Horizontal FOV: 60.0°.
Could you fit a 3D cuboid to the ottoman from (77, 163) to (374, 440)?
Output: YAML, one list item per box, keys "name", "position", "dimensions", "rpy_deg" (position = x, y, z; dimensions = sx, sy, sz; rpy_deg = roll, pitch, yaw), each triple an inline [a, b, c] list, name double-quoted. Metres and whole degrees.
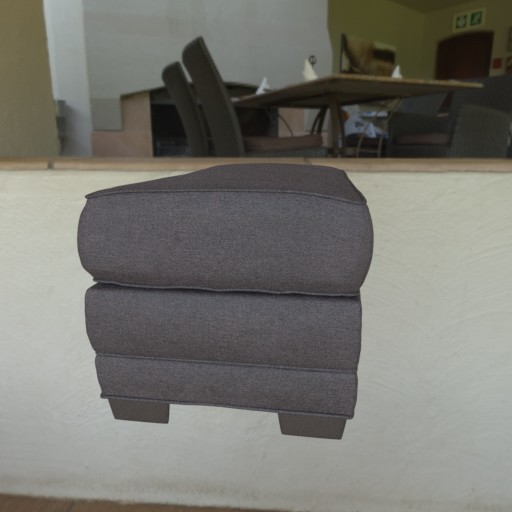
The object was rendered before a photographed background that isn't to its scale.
- name: "ottoman"
  position: [0.000, 0.000, 1.124]
  dimensions: [0.490, 0.448, 0.864]
  rpy_deg: [2, 14, 8]
